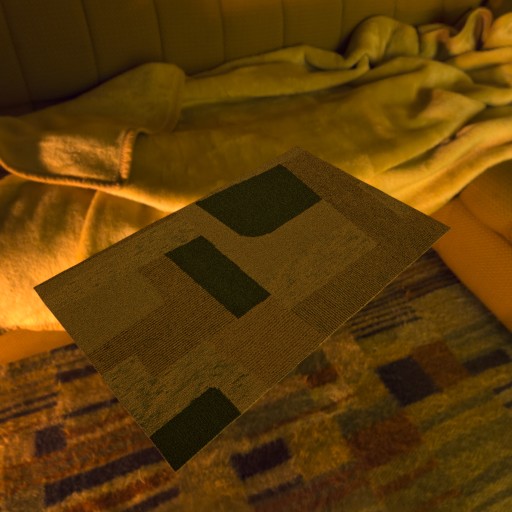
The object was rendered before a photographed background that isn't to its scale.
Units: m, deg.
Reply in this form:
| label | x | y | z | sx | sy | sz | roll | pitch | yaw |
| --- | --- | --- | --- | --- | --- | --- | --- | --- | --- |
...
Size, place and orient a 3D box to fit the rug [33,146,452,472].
| label | x | y | z | sx | sy | sz | roll | pitch | yaw |
| --- | --- | --- | --- | --- | --- | --- | --- | --- | --- |
| rug | 0.000 | 0.000 | 2.986 | 2.436 | 0.015 | 1.521 | -34 | 54 | -29 |
